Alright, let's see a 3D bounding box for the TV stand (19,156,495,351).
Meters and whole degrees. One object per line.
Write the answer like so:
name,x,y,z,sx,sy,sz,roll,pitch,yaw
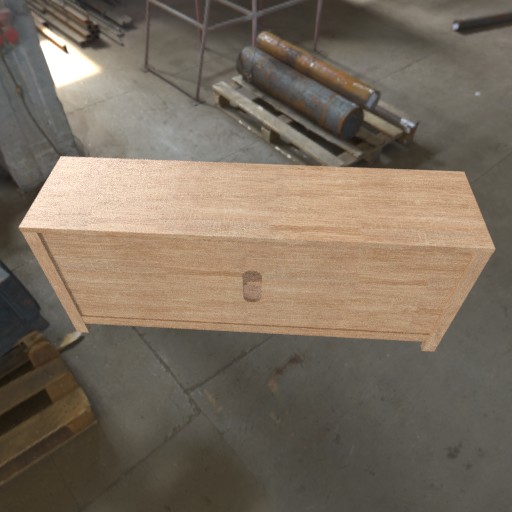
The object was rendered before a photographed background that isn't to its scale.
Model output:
TV stand,0.000,0.000,1.715,1.466,0.610,0.398,3,48,2
